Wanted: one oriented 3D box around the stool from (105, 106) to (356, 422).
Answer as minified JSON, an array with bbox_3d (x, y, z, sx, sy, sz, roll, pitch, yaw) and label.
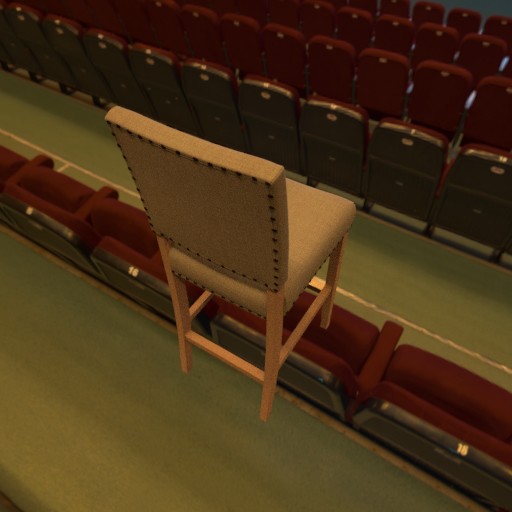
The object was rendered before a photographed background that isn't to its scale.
[{"bbox_3d":[0.000,0.000,1.471,0.445,1.173,0.585,25,52,21],"label":"stool"}]
